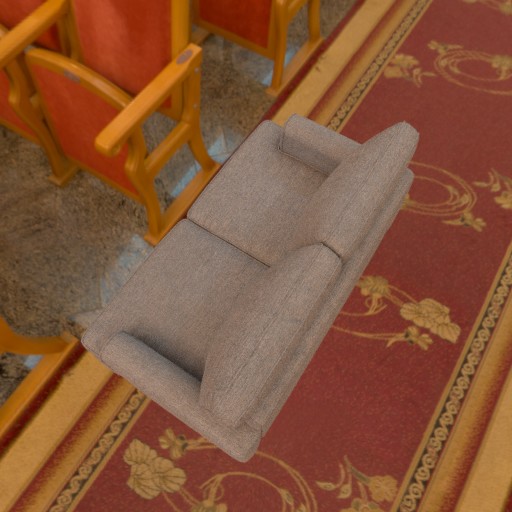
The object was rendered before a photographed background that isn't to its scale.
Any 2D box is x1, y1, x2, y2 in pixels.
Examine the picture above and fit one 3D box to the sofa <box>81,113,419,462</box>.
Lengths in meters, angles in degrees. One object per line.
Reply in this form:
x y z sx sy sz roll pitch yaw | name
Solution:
0.000 0.000 2.214 0.965 0.965 1.651 30 68 14 | sofa
